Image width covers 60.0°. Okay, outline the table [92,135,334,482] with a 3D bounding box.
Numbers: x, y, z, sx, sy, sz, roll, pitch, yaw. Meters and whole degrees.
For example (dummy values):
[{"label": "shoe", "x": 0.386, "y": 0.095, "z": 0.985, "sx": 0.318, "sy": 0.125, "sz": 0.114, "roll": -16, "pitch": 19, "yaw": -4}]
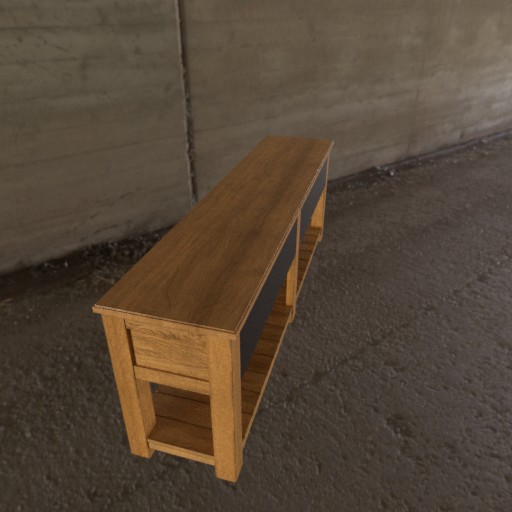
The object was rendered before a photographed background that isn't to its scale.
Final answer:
[{"label": "table", "x": 0.000, "y": 0.000, "z": 2.057, "sx": 0.425, "sy": 0.635, "sz": 1.815, "roll": 8, "pitch": 31, "yaw": 14}]
